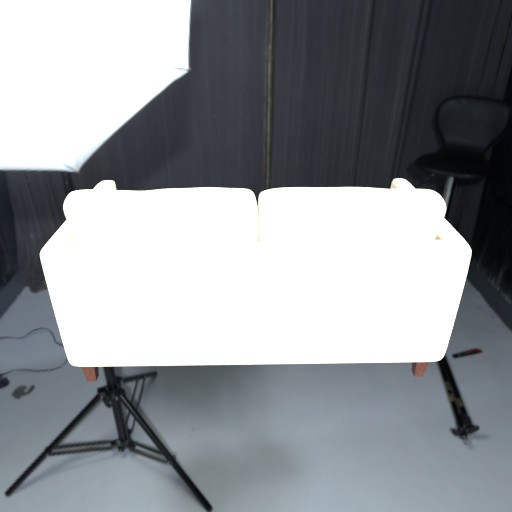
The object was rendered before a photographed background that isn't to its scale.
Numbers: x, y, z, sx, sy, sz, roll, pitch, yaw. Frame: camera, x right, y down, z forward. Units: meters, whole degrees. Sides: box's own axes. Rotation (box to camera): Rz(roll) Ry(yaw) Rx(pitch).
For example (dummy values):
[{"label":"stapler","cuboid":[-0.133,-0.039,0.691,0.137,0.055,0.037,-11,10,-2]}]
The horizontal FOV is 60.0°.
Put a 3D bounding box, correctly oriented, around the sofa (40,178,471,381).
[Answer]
[{"label":"sofa","cuboid":[0.000,0.000,2.420,1.884,0.963,0.950,-1,29,-1]}]
